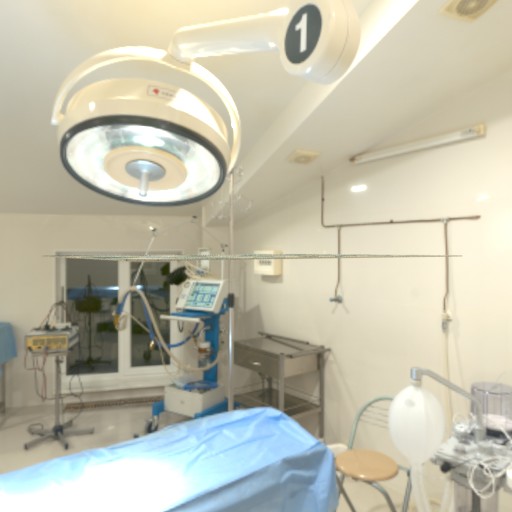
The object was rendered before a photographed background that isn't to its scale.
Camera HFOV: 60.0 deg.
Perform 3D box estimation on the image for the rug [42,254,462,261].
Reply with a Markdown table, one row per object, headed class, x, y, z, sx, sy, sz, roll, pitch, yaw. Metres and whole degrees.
| class | x | y | z | sx | sy | sz | roll | pitch | yaw |
| --- | --- | --- | --- | --- | --- | --- | --- | --- | --- |
| rug | 0.000 | 0.000 | 2.312 | 1.827 | 0.005 | 1.229 | -1 | 1 | -36 |
